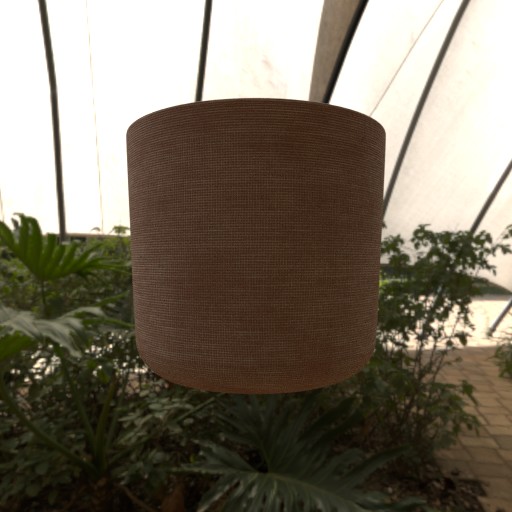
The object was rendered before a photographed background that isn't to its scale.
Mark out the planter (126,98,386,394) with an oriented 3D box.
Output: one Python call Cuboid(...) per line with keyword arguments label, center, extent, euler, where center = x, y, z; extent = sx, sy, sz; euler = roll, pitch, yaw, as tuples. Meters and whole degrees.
Cuboid(label="planter", center=(0.000, 0.000, 0.780), extent=(0.440, 0.398, 0.440), euler=(0, -1, 0))
